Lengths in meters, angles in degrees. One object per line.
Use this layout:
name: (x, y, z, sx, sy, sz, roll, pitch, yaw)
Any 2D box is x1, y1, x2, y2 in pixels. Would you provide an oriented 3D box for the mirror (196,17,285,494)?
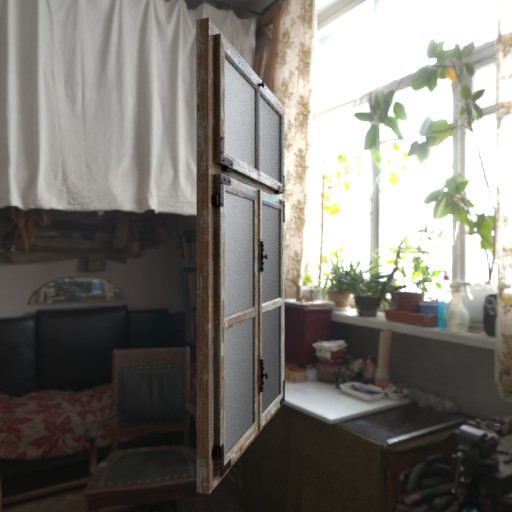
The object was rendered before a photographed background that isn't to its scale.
mirror: (0.000, 0.000, 1.460, 0.083, 1.213, 0.707, 0, 0, 19)
